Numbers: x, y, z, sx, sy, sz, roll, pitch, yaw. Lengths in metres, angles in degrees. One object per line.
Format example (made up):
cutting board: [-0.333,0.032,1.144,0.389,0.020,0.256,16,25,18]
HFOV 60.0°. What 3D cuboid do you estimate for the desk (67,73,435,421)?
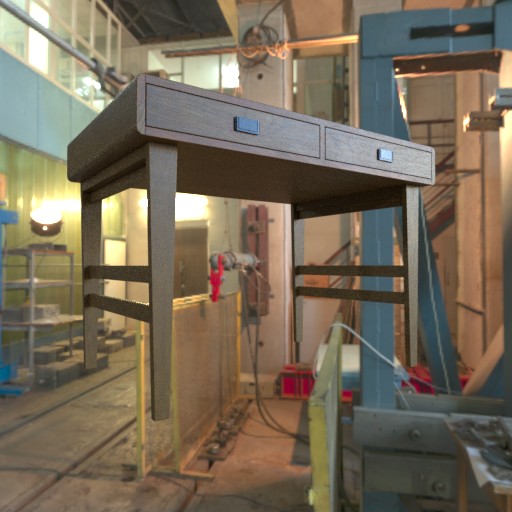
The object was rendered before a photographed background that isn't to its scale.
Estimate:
desk: [0.000,0.000,1.497,1.066,0.754,0.660,1,-1,-35]
